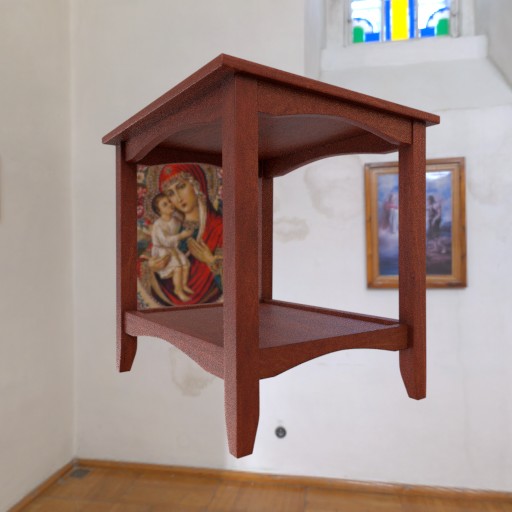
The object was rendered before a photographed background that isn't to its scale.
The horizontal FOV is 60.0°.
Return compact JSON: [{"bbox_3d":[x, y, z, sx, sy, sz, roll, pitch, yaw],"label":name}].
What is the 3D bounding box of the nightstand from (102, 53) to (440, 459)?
[{"bbox_3d":[0.000,0.000,0.968,0.501,0.558,0.558,-1,1,-35],"label":"nightstand"}]
